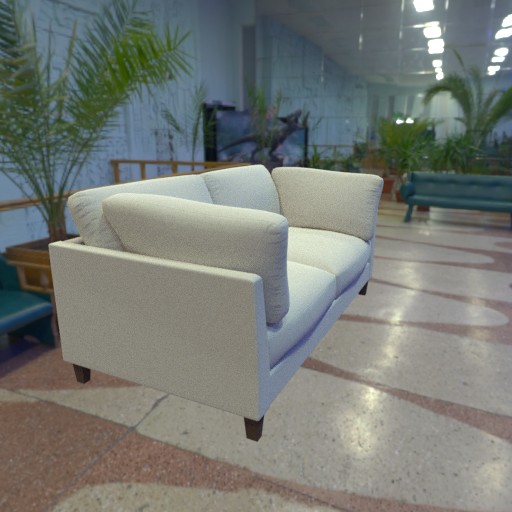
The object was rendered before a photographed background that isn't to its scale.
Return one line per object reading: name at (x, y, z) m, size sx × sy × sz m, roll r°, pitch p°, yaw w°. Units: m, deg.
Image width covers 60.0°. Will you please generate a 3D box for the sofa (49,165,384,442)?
sofa at (0.000, 0.000, 2.326) m, size 0.970 × 0.836 × 1.776 m, roll 8°, pitch 17°, yaw 25°
